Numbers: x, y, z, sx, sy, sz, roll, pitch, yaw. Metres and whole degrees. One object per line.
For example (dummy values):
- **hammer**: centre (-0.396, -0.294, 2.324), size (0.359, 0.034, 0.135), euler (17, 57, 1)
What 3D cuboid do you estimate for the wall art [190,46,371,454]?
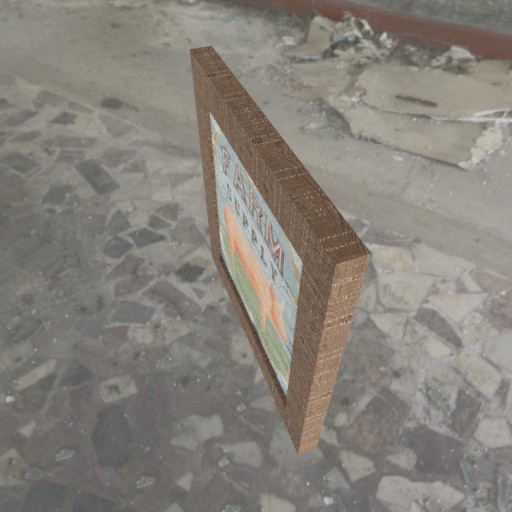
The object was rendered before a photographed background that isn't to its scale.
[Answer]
- **wall art**: centre (0.000, 0.000, 0.797), size (0.040, 0.531, 0.531), euler (-16, 49, -14)
